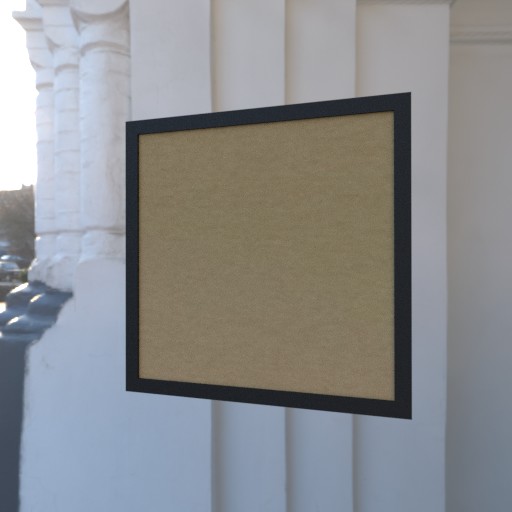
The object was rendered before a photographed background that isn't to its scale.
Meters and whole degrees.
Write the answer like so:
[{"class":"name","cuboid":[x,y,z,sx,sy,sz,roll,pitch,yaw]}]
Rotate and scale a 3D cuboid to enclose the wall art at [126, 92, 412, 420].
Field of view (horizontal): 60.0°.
[{"class":"wall art","cuboid":[0.000,0.000,0.540,0.358,0.357,0.012,0,0,17]}]
